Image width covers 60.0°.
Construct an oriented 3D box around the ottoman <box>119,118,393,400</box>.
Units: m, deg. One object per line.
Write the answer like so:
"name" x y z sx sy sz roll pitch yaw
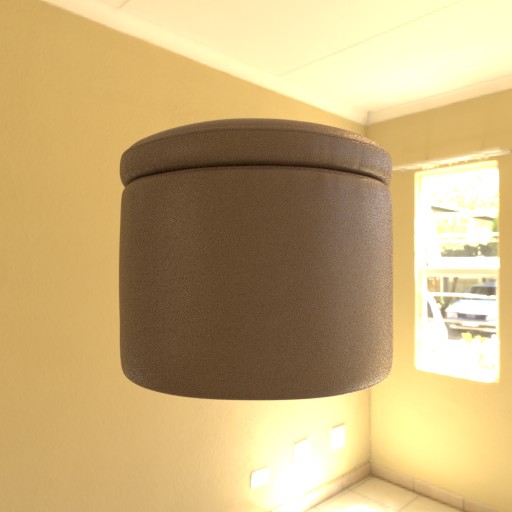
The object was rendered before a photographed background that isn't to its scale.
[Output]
"ottoman" 0.000 0.000 0.845 0.500 0.409 0.500 0 -1 0
